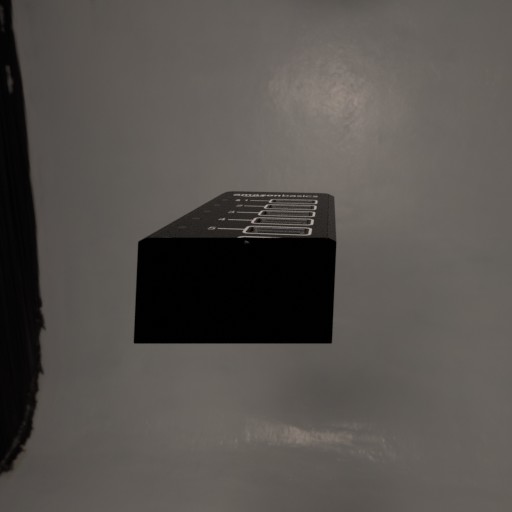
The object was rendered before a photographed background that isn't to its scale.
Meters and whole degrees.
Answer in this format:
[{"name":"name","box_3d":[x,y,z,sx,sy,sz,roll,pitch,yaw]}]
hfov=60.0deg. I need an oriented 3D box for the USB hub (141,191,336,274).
[{"name":"USB hub","box_3d":[0.000,0.000,0.128,0.044,0.023,0.110,3,16,9]}]
